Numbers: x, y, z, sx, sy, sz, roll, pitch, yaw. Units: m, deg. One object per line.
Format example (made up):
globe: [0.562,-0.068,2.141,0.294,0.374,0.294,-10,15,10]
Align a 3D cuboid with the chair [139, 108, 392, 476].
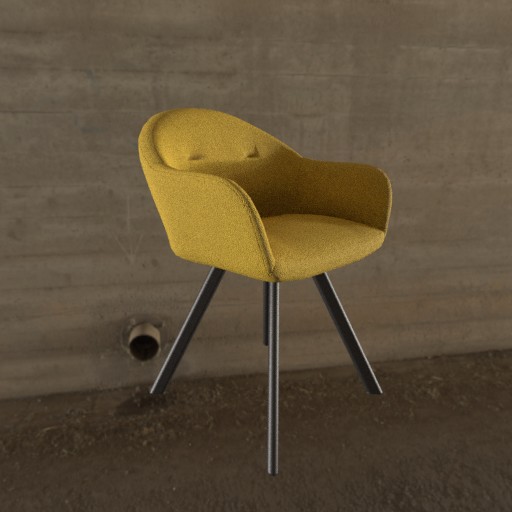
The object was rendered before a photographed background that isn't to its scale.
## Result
chair: [0.000,0.000,1.187,0.545,0.775,0.565,-14,20,-43]
